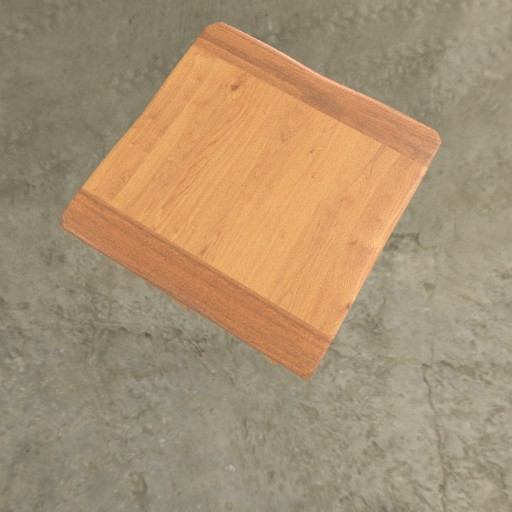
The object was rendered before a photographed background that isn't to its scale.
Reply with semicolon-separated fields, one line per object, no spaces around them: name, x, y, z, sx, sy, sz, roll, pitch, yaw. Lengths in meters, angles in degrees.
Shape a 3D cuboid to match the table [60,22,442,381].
table;0.000;0.000;0.915;0.360;0.740;0.360;30;77;8
